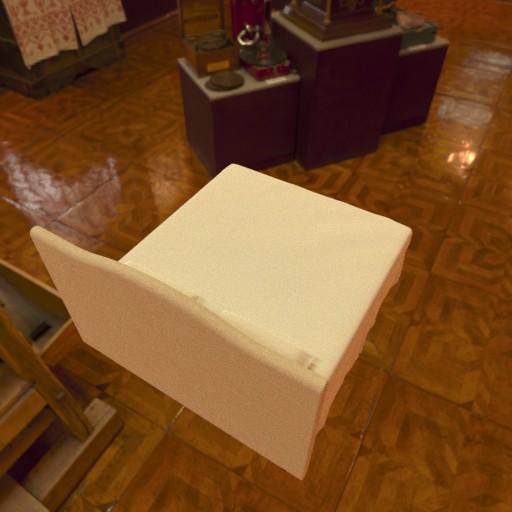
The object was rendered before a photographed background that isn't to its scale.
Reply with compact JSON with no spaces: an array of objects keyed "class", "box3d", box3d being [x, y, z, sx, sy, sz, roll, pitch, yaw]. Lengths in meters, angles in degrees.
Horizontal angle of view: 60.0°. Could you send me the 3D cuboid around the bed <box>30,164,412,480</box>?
[{"class":"bed","box3d":[0.000,0.000,3.516,2.083,1.421,2.182,24,51,22]}]
